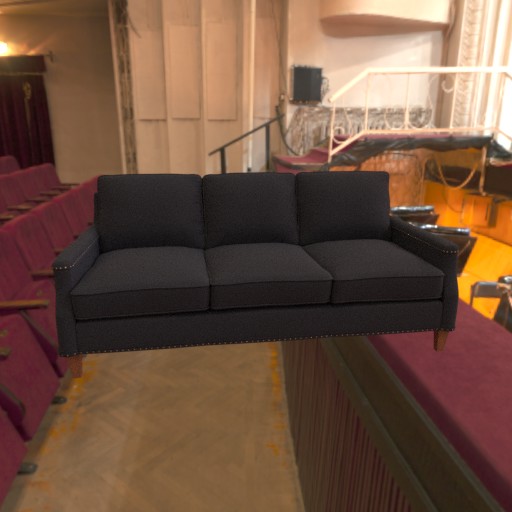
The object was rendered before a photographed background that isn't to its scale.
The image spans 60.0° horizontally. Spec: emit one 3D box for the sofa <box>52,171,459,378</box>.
[{"bbox_3d":[0.000,0.000,2.863,2.246,1.003,1.084,-2,16,-8],"label":"sofa"}]
